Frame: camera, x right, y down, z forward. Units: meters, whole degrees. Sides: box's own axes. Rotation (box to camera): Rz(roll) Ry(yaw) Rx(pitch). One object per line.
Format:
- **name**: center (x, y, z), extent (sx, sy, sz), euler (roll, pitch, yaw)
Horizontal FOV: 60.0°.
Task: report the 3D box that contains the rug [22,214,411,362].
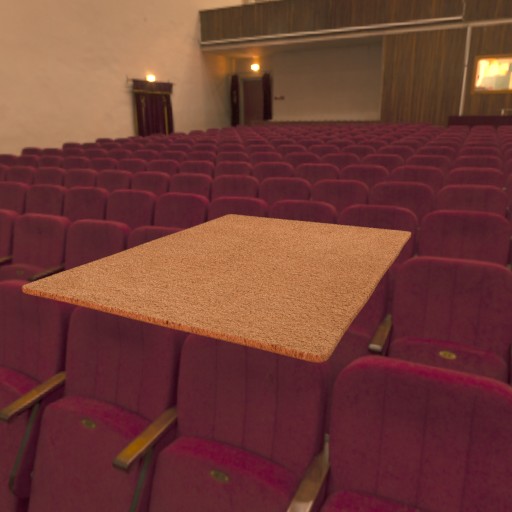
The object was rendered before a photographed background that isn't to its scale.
- **rug**: center (0.000, 0.000, 2.105), extent (1.199, 0.025, 1.600), euler (8, 18, 25)
